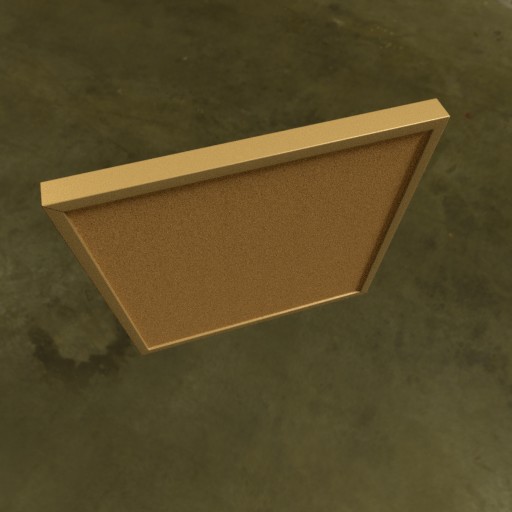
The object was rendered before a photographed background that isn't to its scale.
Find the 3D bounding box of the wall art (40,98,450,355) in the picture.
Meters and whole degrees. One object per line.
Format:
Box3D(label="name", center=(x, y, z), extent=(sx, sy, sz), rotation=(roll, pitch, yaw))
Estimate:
Box3D(label="wall art", center=(0.000, 0.000, 0.756), extent=(0.509, 0.509, 0.036), rotation=(-14, 60, -8))
